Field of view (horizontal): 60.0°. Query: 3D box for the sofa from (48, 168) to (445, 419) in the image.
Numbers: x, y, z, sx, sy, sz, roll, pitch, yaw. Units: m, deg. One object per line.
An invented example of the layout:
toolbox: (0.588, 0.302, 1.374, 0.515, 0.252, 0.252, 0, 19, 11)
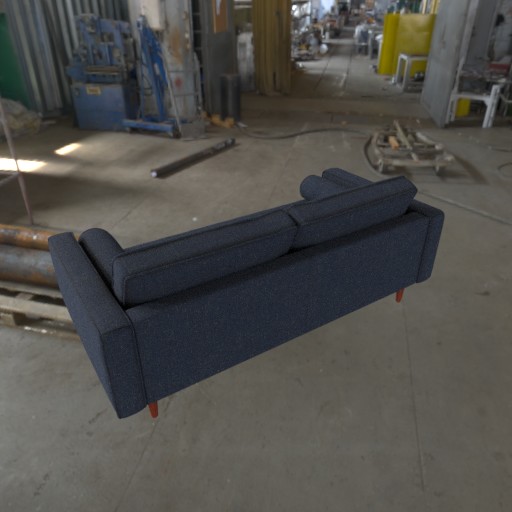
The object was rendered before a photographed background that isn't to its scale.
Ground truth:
sofa: (0.000, 0.000, 2.373, 1.880, 0.762, 0.914, -18, 35, -28)
